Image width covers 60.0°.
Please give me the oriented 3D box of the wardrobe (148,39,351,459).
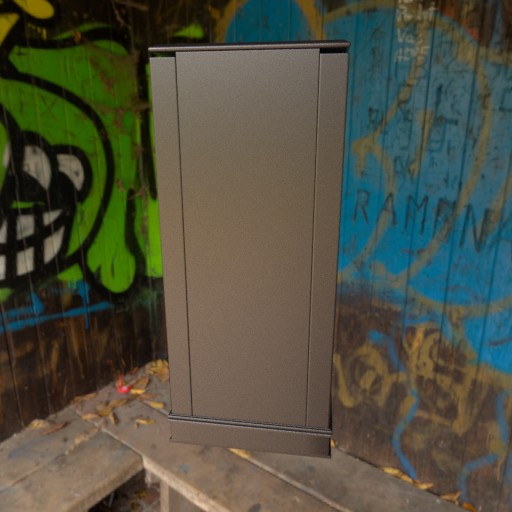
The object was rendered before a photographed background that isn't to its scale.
[{"bbox_3d":[0.000,0.000,1.197,0.444,1.011,0.295,2,17,8],"label":"wardrobe"}]
